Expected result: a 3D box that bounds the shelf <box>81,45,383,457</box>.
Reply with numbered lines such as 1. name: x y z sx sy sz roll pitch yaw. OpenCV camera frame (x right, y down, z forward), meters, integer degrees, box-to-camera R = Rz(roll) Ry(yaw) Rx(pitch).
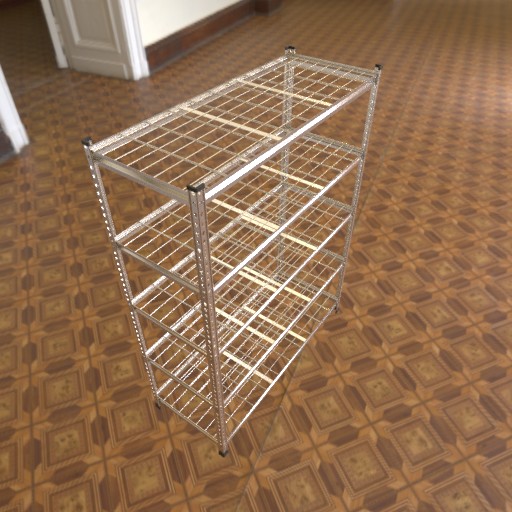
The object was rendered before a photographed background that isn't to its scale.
1. shelf: 0.000 0.000 2.725 0.610 1.981 1.524 26 47 26
